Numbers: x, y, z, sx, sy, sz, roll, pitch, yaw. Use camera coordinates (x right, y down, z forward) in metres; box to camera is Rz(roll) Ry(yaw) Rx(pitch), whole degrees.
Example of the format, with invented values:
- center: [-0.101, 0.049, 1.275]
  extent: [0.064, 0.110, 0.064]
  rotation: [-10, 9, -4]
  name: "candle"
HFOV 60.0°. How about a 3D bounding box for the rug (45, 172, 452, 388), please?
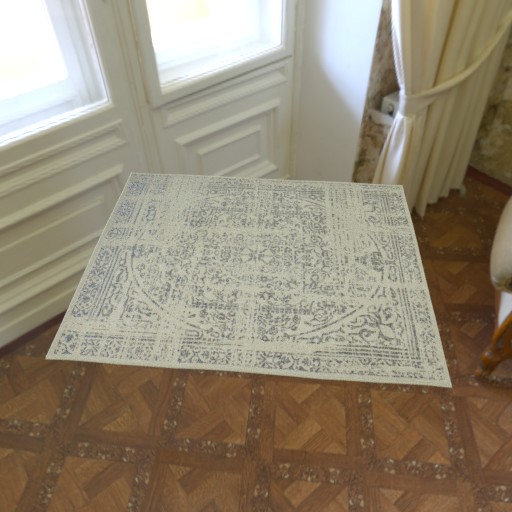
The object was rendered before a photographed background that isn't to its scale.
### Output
- center: [0.000, 0.000, 3.941]
  extent: [2.921, 0.032, 2.311]
  rotation: [3, 46, 3]
  name: "rug"
